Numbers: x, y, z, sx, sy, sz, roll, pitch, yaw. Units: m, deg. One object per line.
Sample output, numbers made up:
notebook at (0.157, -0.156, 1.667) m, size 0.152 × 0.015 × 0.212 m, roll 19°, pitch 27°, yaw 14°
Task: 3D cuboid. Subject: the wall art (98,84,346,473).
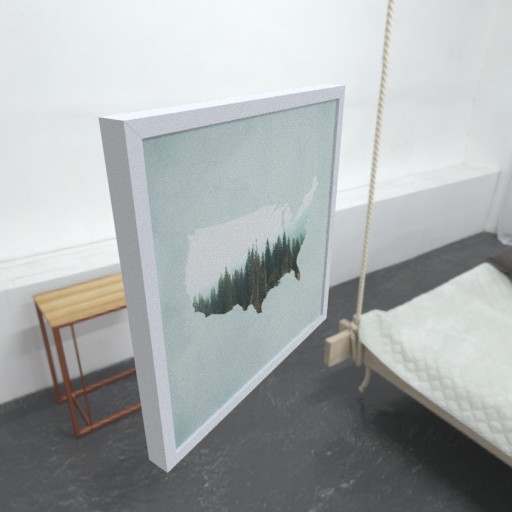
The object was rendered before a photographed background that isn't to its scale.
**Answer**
wall art at (0.000, 0.000, 0.748) m, size 0.040 × 0.509 × 0.509 m, roll 17°, pitch 31°, yaw 32°
